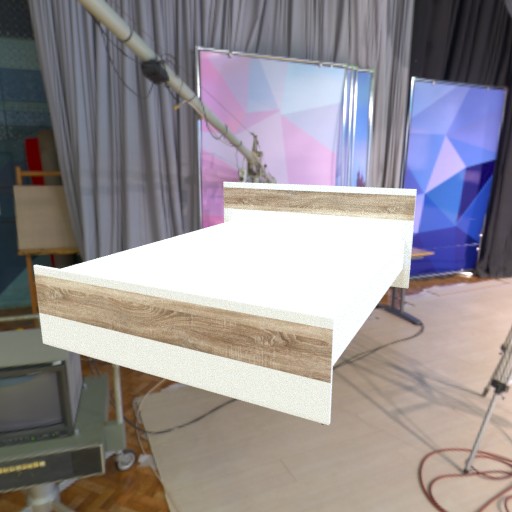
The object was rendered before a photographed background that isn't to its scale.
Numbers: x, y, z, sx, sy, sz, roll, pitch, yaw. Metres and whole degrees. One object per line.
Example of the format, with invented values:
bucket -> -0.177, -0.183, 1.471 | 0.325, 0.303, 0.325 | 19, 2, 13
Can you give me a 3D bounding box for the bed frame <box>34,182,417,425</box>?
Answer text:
bed frame -> 0.000, 0.000, 2.986 | 1.720, 0.800, 2.060 | 7, 15, 26
